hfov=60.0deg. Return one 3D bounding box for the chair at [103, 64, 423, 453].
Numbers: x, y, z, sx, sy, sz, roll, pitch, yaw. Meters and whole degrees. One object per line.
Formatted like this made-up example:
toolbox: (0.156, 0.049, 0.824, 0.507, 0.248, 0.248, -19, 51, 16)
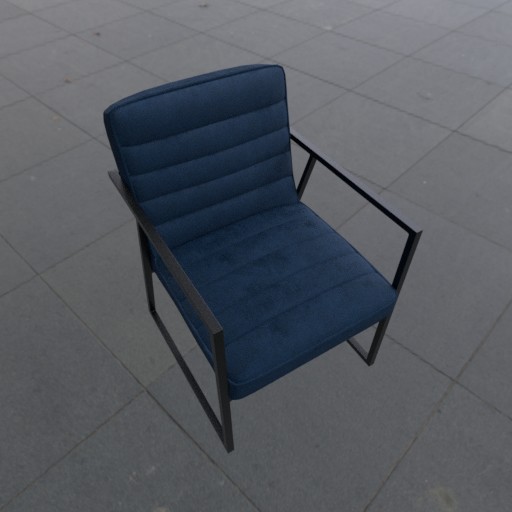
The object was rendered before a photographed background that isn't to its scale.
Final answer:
chair: (0.000, 0.000, 1.289, 0.571, 0.833, 0.677, -24, 51, -21)
